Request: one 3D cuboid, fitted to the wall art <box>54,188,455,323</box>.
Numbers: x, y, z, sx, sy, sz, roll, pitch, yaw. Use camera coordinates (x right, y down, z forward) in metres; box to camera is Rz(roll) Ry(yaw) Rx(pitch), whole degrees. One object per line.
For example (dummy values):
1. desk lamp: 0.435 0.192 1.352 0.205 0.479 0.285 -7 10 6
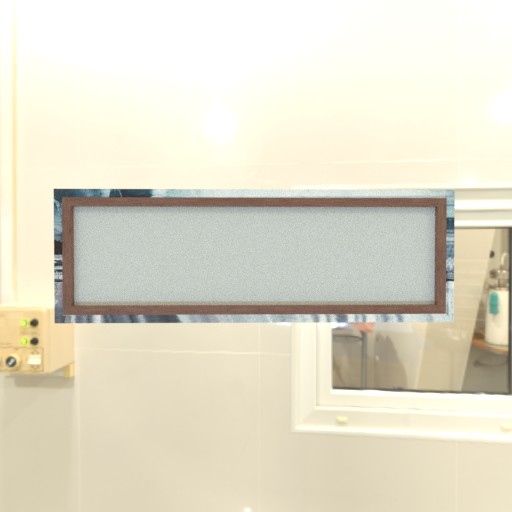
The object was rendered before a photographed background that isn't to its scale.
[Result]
1. wall art: 0.000 0.000 1.706 1.524 0.509 0.037 0 1 -1
